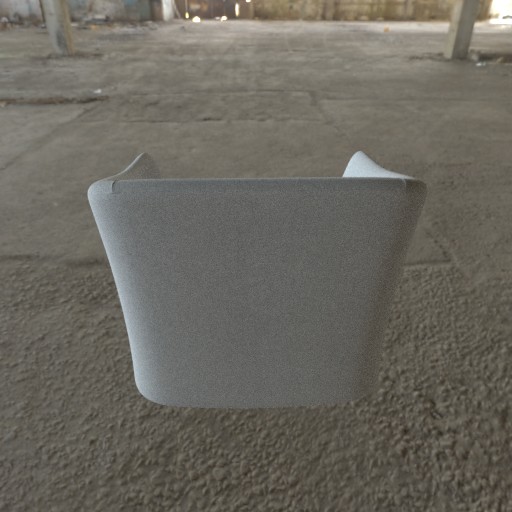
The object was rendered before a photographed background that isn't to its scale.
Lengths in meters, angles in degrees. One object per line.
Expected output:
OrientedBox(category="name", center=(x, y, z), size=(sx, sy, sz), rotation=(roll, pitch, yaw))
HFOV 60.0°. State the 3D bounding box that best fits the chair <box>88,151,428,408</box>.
OrientedBox(category="chair", center=(0.000, 0.000, 1.343), size=(0.790, 0.720, 0.700), rotation=(-1, 30, -1))
